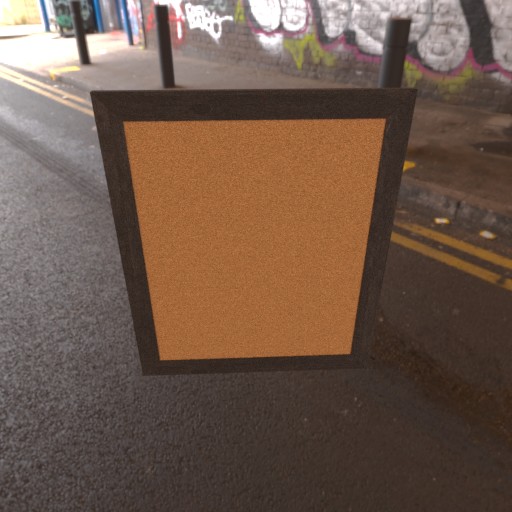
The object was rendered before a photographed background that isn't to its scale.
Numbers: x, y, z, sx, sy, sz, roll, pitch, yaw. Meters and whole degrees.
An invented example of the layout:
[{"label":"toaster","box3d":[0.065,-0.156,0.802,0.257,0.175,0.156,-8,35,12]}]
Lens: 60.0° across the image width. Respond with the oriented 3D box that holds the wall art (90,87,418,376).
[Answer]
[{"label":"wall art","box3d":[0.000,0.000,0.797,0.476,0.570,0.013,-1,32,-2]}]
